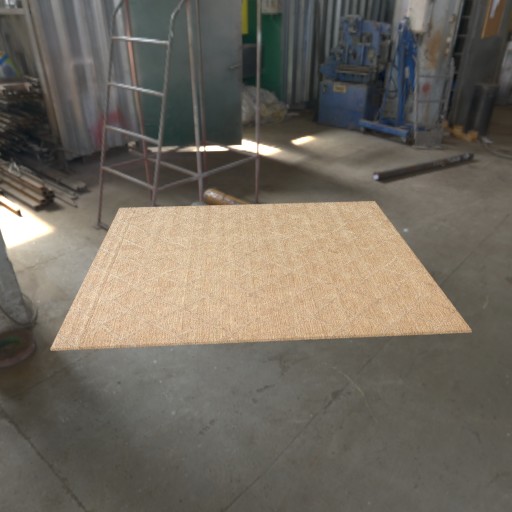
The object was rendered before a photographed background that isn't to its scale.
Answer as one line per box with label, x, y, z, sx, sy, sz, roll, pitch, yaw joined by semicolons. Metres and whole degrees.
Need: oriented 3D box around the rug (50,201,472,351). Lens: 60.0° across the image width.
rug;0.000;0.000;4.225;3.039;0.019;2.420;-2;30;-3
